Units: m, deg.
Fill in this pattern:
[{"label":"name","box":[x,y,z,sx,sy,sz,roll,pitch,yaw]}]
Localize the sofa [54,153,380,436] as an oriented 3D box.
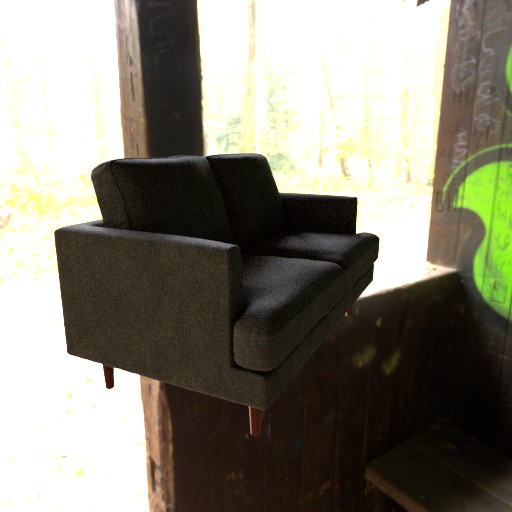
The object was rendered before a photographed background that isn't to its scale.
[{"label":"sofa","box":[0.000,0.000,2.148,0.903,0.956,1.582,7,16,26]}]
